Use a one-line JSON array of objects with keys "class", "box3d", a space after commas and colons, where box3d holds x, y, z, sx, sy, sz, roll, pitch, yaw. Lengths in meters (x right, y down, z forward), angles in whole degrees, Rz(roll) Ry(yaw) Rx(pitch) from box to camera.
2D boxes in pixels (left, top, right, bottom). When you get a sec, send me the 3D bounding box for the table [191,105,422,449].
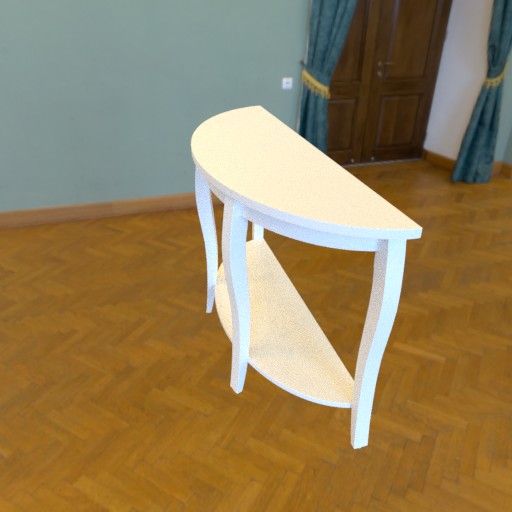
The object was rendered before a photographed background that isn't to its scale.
[{"class": "table", "box3d": [0.000, 0.000, 1.610, 0.394, 0.780, 1.219, -9, 32, -14]}]
